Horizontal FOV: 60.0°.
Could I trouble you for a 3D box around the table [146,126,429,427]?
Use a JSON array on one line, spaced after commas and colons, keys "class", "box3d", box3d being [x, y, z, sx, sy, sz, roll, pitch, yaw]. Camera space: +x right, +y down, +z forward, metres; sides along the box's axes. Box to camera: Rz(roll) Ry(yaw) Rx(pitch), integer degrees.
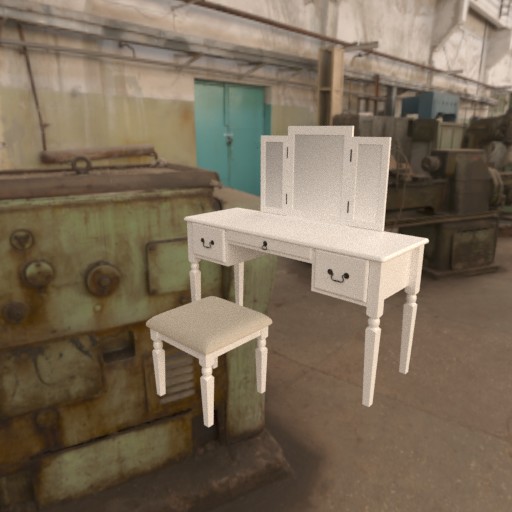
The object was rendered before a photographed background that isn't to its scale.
[{"class": "table", "box3d": [0.000, 0.000, 2.321, 1.369, 1.310, 1.115, 14, 21, 40]}]
